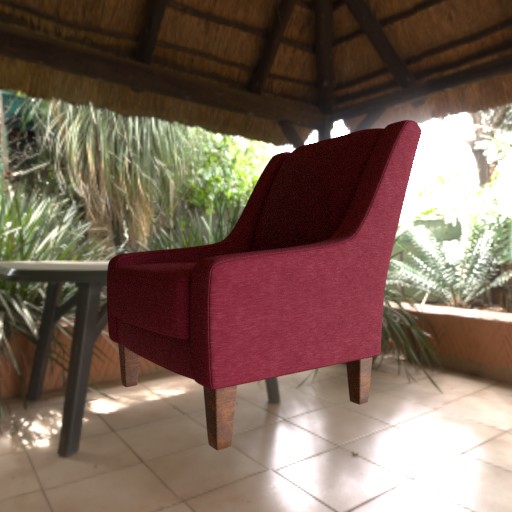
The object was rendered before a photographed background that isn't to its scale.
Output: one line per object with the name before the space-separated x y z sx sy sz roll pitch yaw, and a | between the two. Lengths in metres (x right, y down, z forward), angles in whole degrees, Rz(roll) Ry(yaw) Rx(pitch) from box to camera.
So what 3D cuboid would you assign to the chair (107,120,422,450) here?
chair | 0.000 0.000 1.684 0.985 1.017 0.793 -1 1 -37
